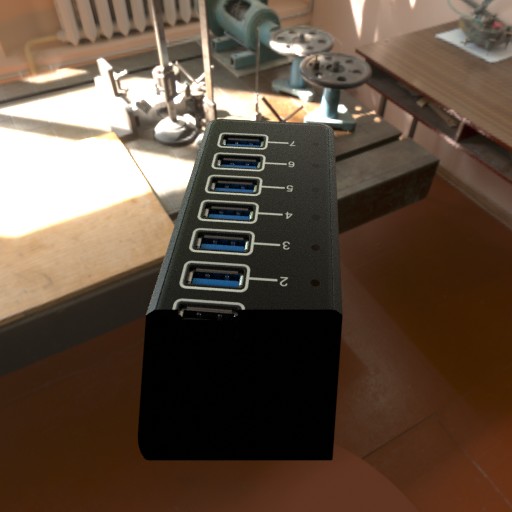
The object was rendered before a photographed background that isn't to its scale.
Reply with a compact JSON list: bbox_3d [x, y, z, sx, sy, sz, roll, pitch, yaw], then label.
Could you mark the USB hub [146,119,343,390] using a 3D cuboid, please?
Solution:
[{"bbox_3d":[0.000,0.000,0.127,0.044,0.023,0.110,4,48,4],"label":"USB hub"}]
